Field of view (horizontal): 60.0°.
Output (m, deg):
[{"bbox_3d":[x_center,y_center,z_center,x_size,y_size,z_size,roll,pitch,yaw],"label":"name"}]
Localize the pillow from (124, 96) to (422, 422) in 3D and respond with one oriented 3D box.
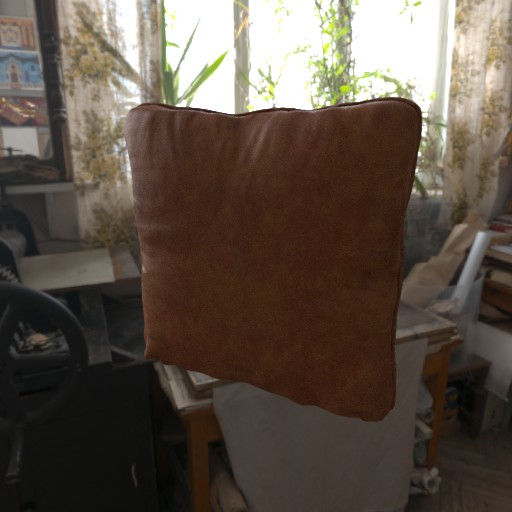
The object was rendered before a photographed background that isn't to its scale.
[{"bbox_3d":[0.000,0.000,0.737,0.489,0.490,0.130,8,19,26],"label":"pillow"}]
